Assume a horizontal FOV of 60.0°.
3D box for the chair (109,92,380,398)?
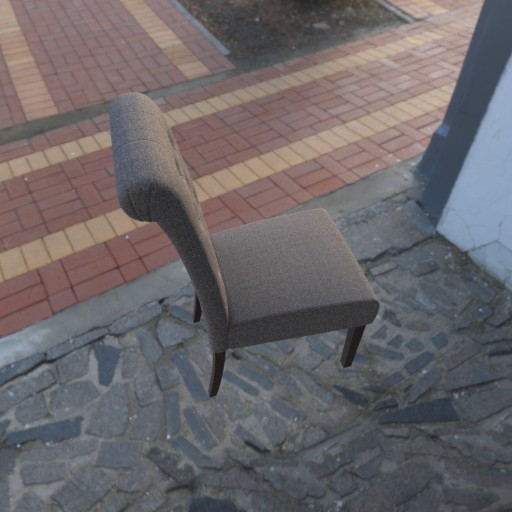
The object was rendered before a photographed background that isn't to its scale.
[{"bbox_3d":[0.000,0.000,1.392,0.671,1.006,0.456,-11,48,-10],"label":"chair"}]
